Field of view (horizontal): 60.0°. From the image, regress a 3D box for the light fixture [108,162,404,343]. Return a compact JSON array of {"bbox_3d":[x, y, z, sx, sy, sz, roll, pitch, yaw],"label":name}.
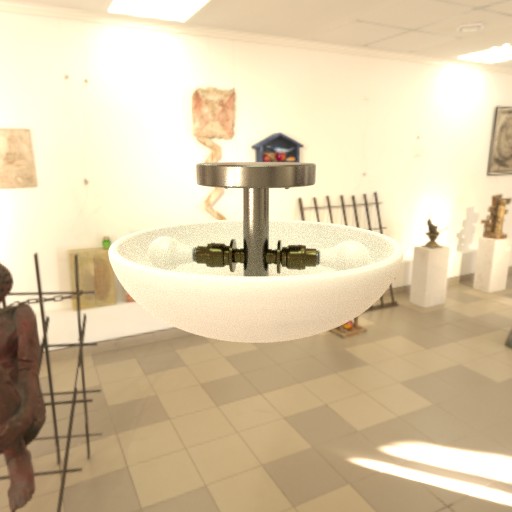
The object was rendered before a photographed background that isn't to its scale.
[{"bbox_3d":[0.000,0.000,0.524,0.330,0.214,0.330,0,13,0],"label":"light fixture"}]
